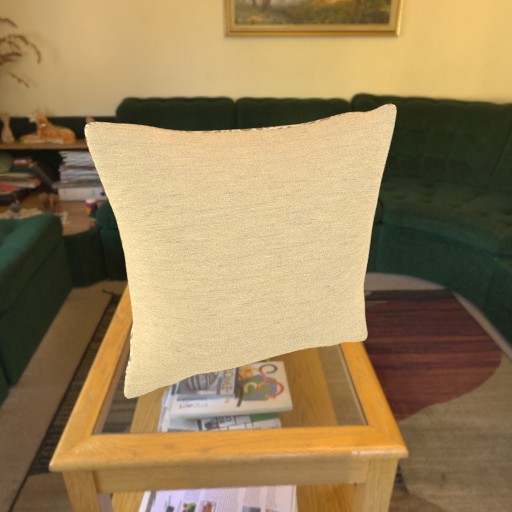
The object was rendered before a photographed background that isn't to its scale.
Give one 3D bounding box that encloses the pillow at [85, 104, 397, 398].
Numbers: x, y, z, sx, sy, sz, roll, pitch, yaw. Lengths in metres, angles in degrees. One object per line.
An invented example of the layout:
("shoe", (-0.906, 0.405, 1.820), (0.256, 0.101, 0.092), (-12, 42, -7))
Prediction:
("pillow", (0.000, 0.000, 0.671), (0.438, 0.421, 0.167), (-9, 27, -18))
